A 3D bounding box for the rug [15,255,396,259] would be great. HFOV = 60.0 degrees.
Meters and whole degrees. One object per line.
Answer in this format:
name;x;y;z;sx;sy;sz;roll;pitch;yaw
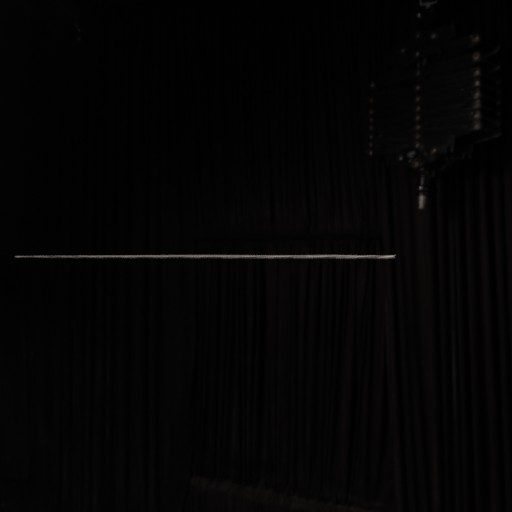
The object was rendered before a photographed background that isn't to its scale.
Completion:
rug;0.000;0.000;4.028;2.432;0.013;3.021;0;0;18
